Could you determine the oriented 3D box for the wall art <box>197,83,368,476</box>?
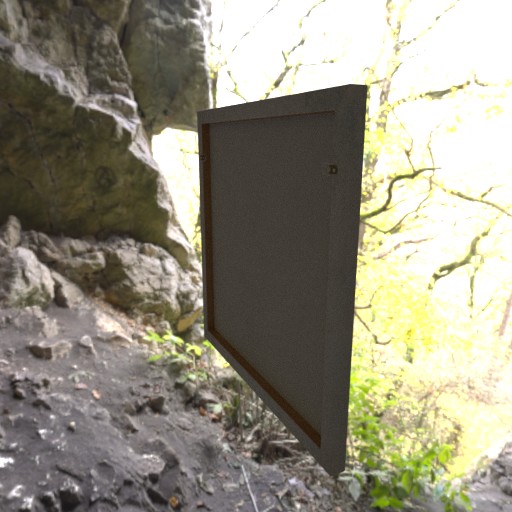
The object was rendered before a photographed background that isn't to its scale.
[{"bbox_3d":[0.000,0.000,1.156,0.041,0.762,0.762,-7,16,-25],"label":"wall art"}]
